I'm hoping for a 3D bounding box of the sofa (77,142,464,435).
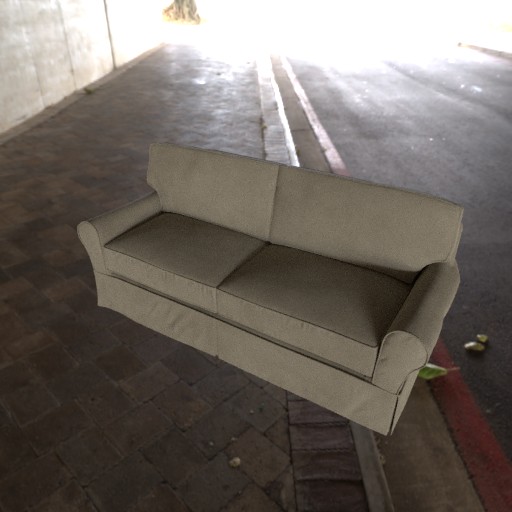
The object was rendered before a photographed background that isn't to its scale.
[{"bbox_3d":[0.000,0.000,2.717,2.246,1.014,0.900,18,35,27],"label":"sofa"}]
